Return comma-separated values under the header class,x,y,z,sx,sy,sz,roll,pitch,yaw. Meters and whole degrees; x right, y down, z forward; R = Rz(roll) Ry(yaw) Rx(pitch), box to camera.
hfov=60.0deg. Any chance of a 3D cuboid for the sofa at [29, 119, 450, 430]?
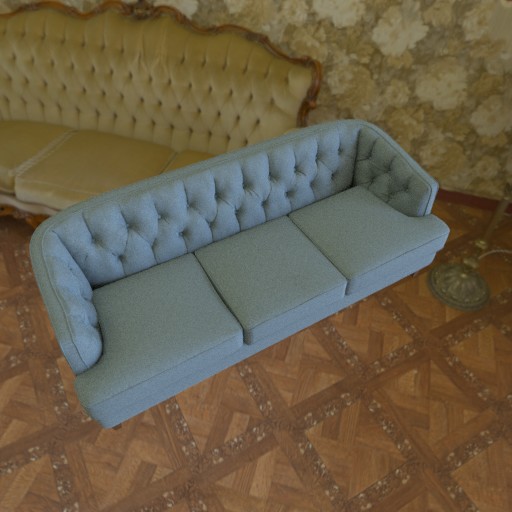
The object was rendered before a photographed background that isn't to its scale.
class,x,y,z,sx,sy,sz,roll,pitch,yaw
sofa,0.000,0.000,2.608,2.278,0.855,0.941,-23,51,-20
